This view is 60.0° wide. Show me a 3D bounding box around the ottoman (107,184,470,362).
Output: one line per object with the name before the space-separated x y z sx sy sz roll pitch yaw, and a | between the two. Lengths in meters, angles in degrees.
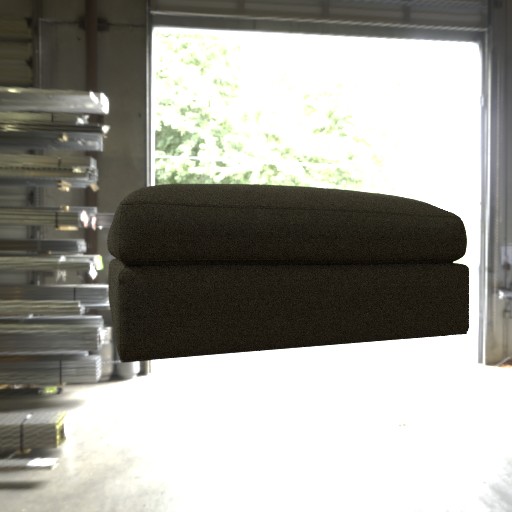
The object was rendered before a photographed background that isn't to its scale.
ottoman | 0.000 0.000 1.645 1.041 0.470 1.041 0 1 -19
